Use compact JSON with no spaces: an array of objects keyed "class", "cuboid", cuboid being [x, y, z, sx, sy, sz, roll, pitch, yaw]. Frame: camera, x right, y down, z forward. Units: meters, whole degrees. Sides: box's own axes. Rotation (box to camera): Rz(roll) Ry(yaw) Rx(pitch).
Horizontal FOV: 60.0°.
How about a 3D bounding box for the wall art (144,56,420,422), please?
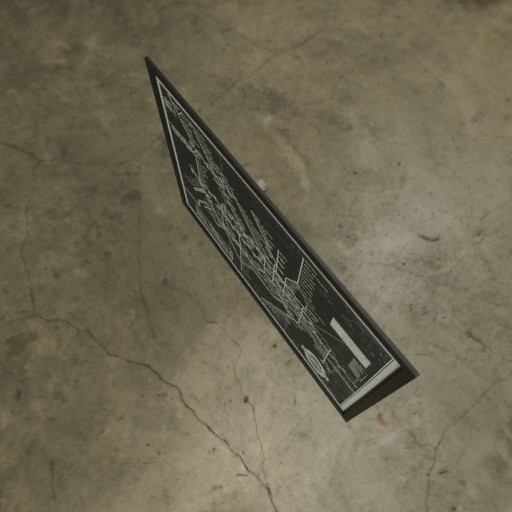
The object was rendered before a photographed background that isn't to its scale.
[{"class":"wall art","cuboid":[0.000,0.000,1.514,0.013,0.811,1.192,-32,67,-15]}]
